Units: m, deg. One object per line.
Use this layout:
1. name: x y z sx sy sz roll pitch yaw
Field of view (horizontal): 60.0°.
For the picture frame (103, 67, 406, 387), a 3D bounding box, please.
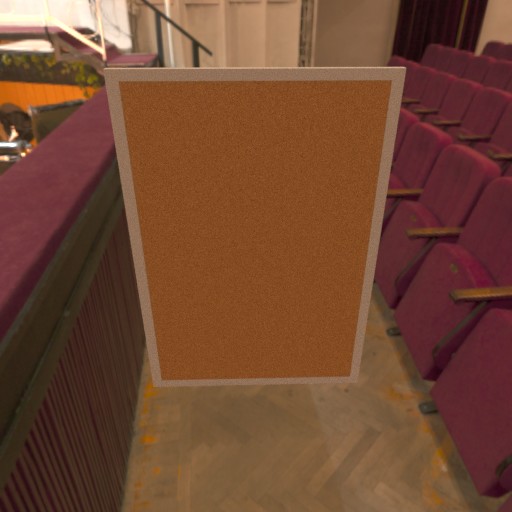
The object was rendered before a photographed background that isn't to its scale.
1. picture frame: 0.000 0.000 0.836 0.457 0.657 0.013 -1 30 -1
